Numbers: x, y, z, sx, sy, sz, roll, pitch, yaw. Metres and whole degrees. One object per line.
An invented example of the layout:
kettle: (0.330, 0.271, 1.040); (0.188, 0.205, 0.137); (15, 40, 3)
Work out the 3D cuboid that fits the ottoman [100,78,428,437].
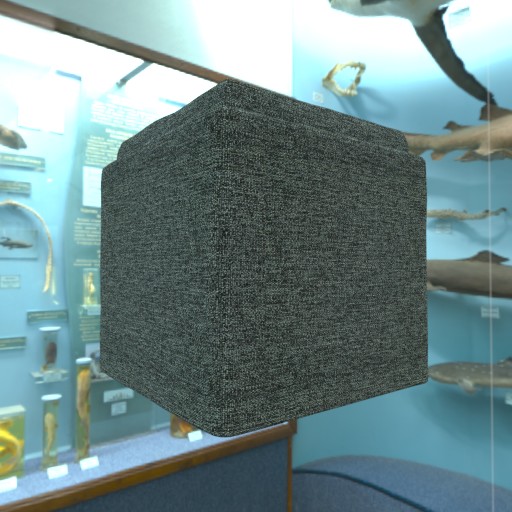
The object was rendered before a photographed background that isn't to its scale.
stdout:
ottoman: (0.000, 0.000, 0.826); (0.450, 0.463, 0.450); (1, -2, -37)
